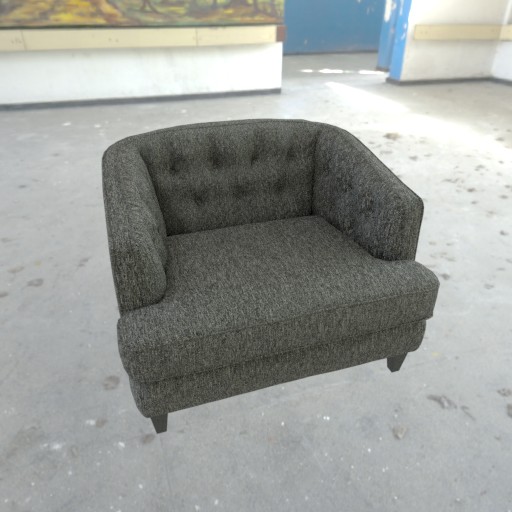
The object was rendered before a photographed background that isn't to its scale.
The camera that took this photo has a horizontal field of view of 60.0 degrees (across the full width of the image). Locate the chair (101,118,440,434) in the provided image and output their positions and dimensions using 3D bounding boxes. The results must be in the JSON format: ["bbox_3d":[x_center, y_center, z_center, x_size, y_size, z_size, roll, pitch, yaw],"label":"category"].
[{"bbox_3d":[0.000,0.000,1.764,1.104,0.852,0.941,-9,32,-15],"label":"chair"}]
